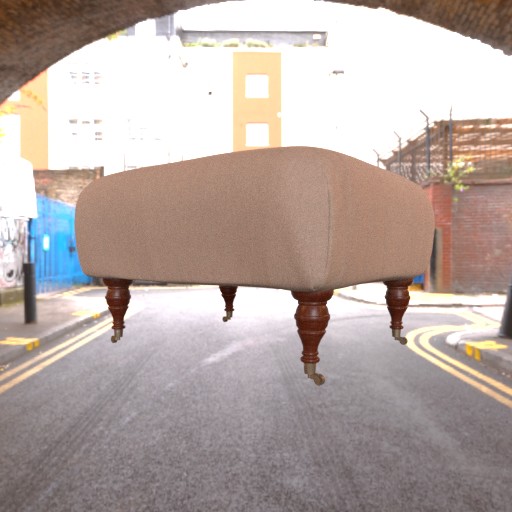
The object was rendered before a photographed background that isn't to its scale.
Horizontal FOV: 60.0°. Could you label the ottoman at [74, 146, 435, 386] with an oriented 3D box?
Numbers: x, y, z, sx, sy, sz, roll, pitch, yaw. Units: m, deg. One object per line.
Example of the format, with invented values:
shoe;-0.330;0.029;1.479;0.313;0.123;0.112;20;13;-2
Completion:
ottoman;0.000;0.000;1.138;0.746;0.450;0.639;0;1;37
